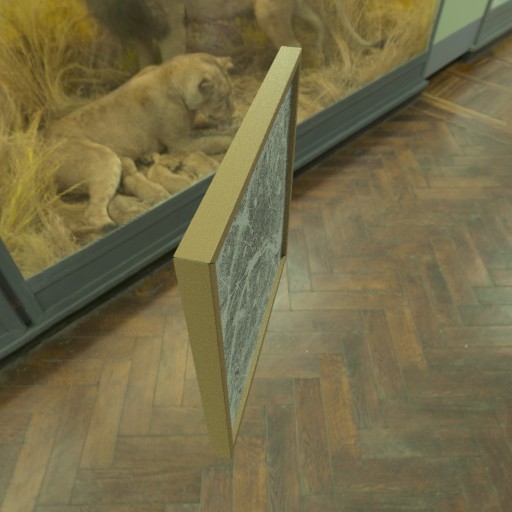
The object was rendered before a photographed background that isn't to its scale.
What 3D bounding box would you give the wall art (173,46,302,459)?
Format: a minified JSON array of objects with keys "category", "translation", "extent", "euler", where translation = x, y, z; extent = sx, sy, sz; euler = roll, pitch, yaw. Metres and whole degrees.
[{"category":"wall art","translation":[0.000,0.000,0.766],"extent":[0.036,0.509,0.509],"euler":[10,47,9]}]
